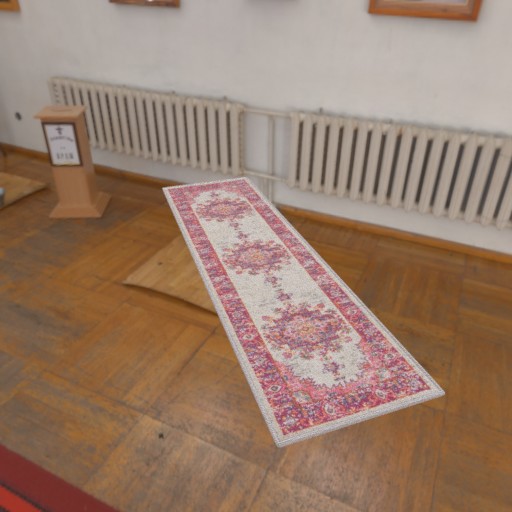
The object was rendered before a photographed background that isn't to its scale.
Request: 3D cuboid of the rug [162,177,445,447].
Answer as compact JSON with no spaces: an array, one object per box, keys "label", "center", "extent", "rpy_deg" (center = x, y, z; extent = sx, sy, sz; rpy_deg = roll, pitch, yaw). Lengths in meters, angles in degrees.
[{"label":"rug","center":[0.000,0.000,2.446],"extent":[0.666,0.011,2.294],"rpy_deg":[-10,33,-17]}]
